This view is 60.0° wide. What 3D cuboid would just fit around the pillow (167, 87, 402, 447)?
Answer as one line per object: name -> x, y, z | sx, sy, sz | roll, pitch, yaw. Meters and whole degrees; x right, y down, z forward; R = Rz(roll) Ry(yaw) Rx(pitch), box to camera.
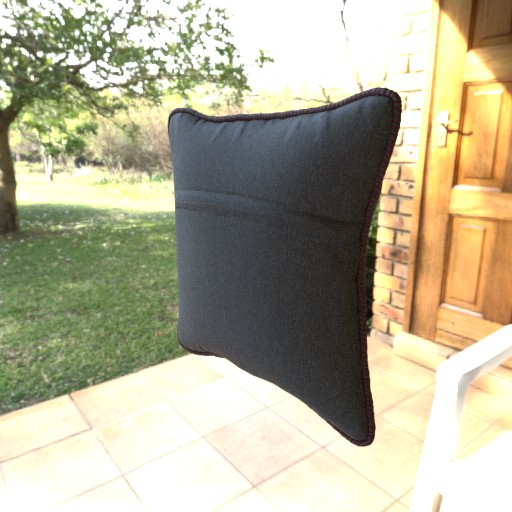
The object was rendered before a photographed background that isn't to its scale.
pillow -> 0.000, 0.000, 0.733 | 0.124, 0.491, 0.482 | -13, 20, -42
